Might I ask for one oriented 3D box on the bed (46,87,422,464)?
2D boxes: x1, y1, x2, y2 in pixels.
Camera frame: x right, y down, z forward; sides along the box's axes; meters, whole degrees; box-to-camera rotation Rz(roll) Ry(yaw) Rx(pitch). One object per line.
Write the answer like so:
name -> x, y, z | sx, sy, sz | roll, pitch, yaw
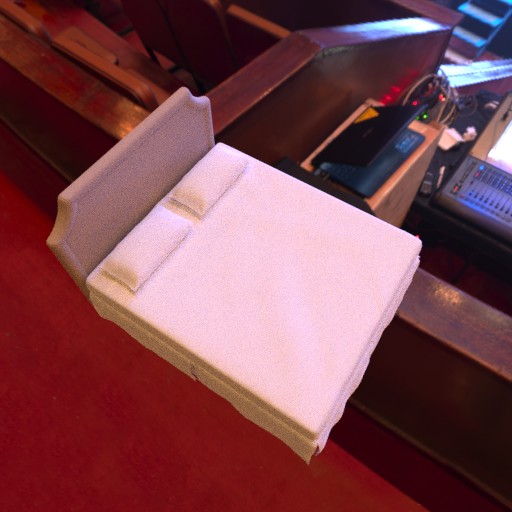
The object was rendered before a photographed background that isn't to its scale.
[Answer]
bed -> 0.000, 0.000, 4.188 | 2.773, 1.590, 2.350 | 29, 63, 17
